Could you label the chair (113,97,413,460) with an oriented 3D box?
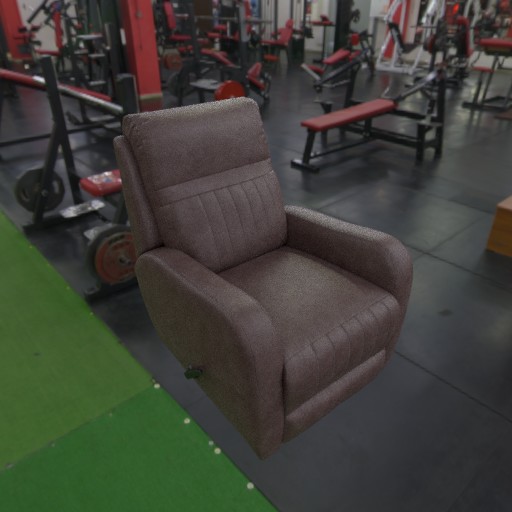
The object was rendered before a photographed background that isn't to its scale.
[{"bbox_3d":[0.000,0.000,1.821,0.865,1.067,1.067,-22,37,-33],"label":"chair"}]
